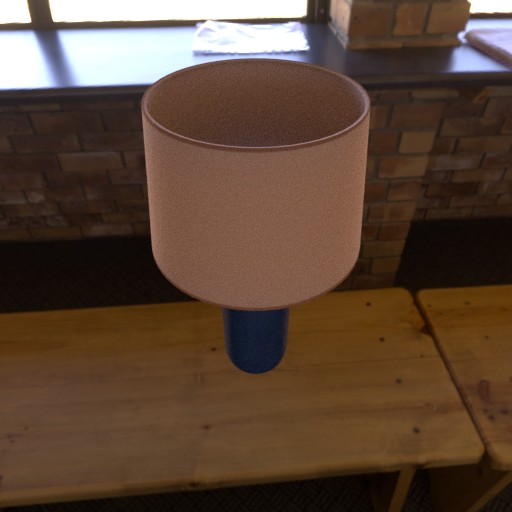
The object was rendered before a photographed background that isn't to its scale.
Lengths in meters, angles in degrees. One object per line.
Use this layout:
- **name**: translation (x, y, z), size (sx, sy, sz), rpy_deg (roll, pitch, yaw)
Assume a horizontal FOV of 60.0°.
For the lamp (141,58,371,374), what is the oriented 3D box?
- **lamp**: translation (0.000, 0.000, 0.830), size (0.367, 0.609, 0.367), rpy_deg (0, 41, 0)
